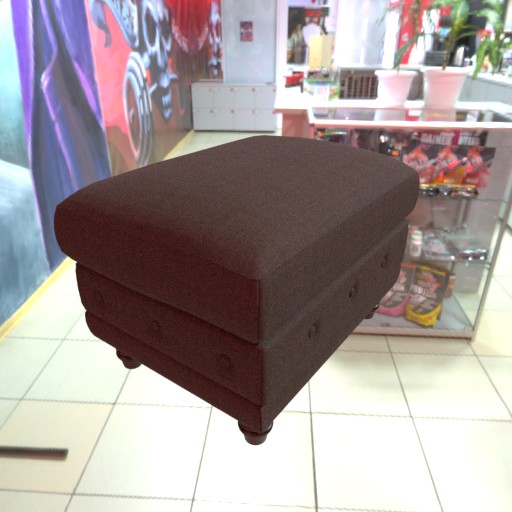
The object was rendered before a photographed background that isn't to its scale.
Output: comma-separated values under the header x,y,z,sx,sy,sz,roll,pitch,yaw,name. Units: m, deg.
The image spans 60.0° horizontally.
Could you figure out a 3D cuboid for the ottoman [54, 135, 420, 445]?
x,y,z,sx,sy,sz,roll,pitch,yaw,name
0.000,0.000,1.214,0.599,0.555,0.809,18,32,32,ottoman
